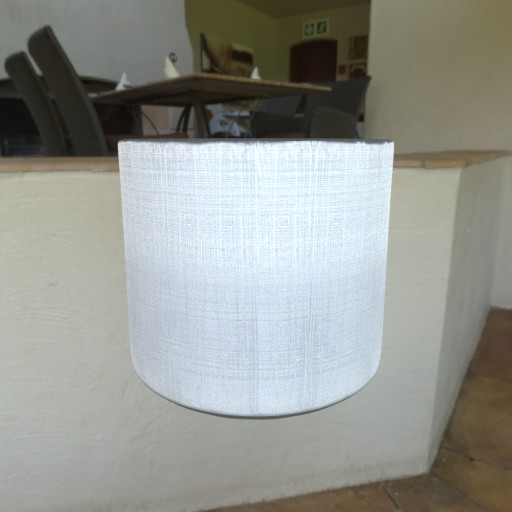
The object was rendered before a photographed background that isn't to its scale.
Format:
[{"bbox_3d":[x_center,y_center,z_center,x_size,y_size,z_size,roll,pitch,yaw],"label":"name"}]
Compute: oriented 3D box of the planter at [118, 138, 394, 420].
[{"bbox_3d":[0.000,0.000,0.395,0.226,0.201,0.226,0,14,0],"label":"planter"}]
